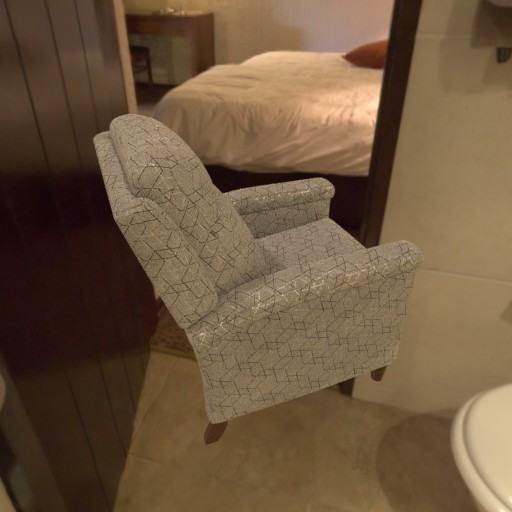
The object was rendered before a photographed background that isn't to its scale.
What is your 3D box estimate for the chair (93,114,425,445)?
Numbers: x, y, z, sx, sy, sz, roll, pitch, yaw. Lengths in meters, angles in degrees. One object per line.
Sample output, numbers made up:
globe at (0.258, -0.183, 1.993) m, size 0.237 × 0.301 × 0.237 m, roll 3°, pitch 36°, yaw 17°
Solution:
chair at (0.000, 0.000, 1.692) m, size 0.987 × 1.048 × 0.753 m, roll -12°, pitch 34°, yaw -18°
